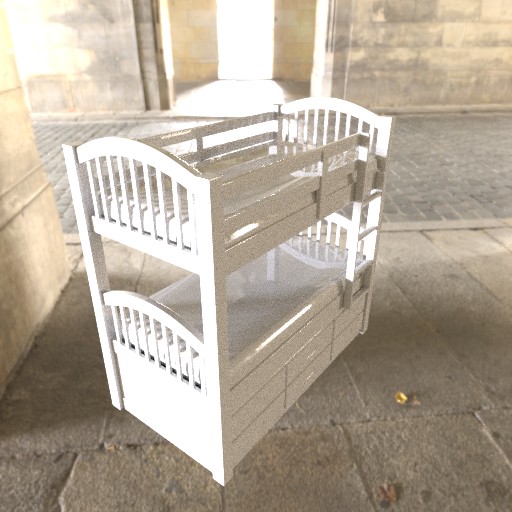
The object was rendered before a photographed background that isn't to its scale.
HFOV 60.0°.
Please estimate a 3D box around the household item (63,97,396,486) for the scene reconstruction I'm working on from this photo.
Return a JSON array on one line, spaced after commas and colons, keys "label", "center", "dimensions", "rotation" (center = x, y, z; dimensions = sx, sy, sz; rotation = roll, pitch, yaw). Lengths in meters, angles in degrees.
[{"label": "household item", "center": [0.000, 0.000, 3.273], "dimensions": [1.143, 2.032, 2.032], "rotation": [19, 32, 33]}]
